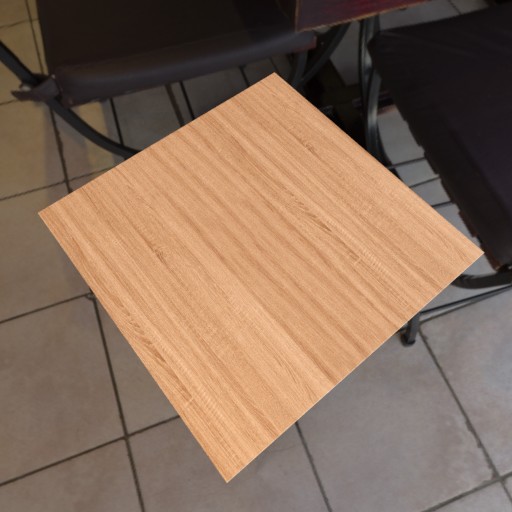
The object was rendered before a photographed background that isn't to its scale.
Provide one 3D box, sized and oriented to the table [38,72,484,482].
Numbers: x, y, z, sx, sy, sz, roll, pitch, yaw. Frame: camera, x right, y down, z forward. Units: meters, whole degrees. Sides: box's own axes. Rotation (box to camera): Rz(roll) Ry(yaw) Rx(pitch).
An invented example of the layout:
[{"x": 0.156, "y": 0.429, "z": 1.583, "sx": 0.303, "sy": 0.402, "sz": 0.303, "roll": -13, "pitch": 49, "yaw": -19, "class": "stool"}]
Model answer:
[{"x": 0.000, "y": 0.000, "z": 1.380, "sx": 0.890, "sy": 0.305, "sz": 0.890, "roll": -36, "pitch": 69, "yaw": -16, "class": "table"}]
